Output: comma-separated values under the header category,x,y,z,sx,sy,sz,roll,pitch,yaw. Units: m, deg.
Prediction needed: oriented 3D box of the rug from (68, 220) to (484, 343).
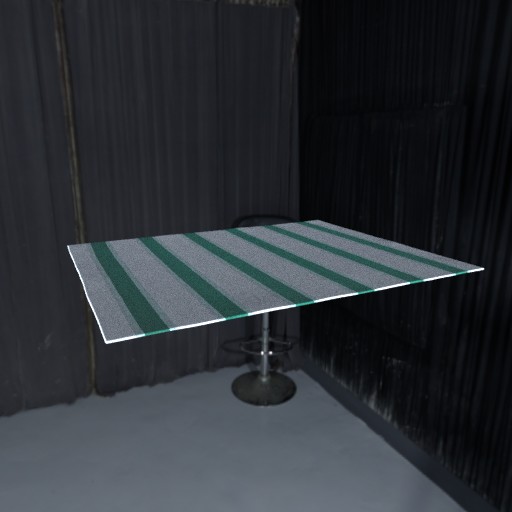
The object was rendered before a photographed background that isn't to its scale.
category,x,y,z,sx,sy,sz,roll,pitch,yaw
rug,0.000,0.000,4.086,3.041,0.019,2.434,-8,17,-26
